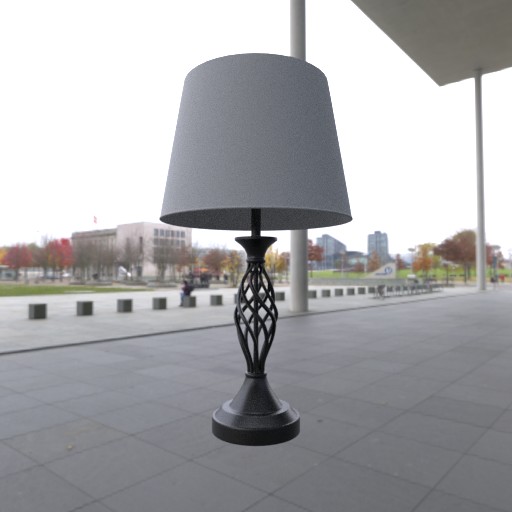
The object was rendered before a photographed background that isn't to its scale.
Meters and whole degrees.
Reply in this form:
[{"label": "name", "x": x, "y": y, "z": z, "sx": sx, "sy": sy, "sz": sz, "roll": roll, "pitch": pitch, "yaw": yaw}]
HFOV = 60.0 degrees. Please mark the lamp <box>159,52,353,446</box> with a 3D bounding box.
[{"label": "lamp", "x": 0.000, "y": 0.000, "z": 0.771, "sx": 0.331, "sy": 0.594, "sz": 0.331, "roll": 0, "pitch": -2, "yaw": 0}]
